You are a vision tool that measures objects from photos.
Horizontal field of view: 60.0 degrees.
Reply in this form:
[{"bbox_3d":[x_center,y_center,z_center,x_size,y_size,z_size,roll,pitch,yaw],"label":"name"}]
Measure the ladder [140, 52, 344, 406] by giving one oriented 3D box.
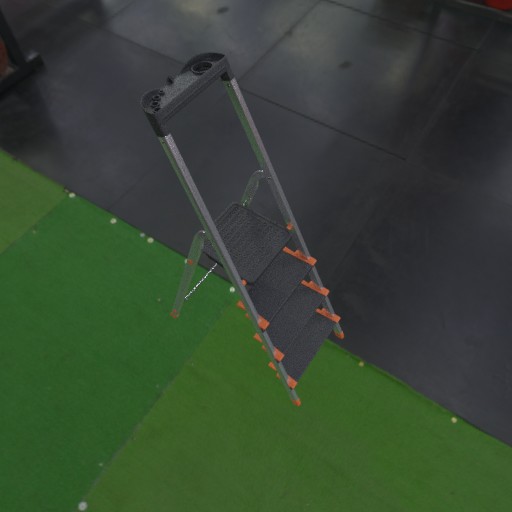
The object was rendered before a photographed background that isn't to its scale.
[{"bbox_3d":[0.000,0.000,1.778,0.834,1.429,0.452,31,64,18],"label":"ladder"}]
